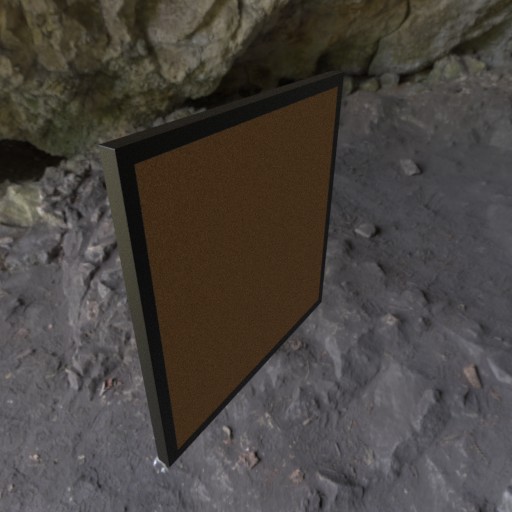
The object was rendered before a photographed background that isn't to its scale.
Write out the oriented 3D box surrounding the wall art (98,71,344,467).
[{"bbox_3d":[0.000,0.000,1.114,0.038,0.765,0.765,20,37,29],"label":"wall art"}]
